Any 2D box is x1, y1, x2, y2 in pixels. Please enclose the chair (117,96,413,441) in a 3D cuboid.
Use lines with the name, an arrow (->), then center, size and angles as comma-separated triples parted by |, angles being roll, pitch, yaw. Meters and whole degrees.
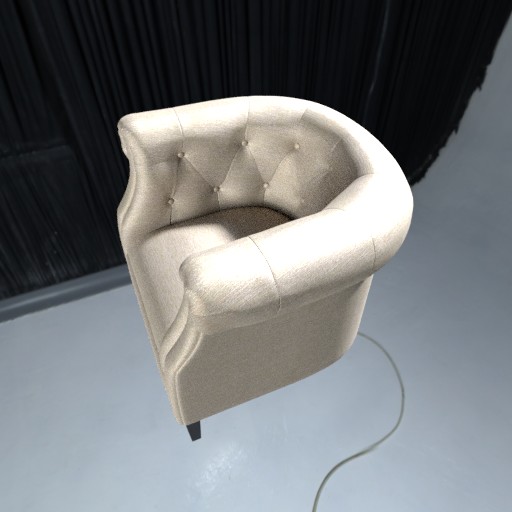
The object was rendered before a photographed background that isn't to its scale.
chair -> 0.000, 0.000, 1.558 | 0.852, 0.827, 0.905 | -17, 48, -16
